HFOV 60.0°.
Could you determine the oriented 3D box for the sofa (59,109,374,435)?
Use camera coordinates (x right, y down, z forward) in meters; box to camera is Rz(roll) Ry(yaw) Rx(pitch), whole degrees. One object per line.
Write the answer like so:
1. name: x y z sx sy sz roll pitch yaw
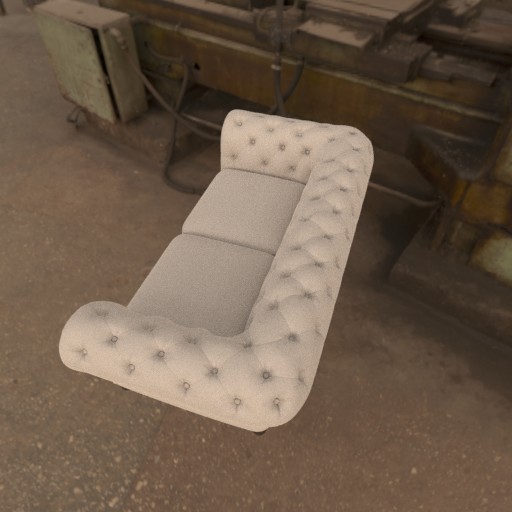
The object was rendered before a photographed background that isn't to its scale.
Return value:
1. sofa: 0.000 0.000 2.454 0.986 0.764 1.998 14 48 13
